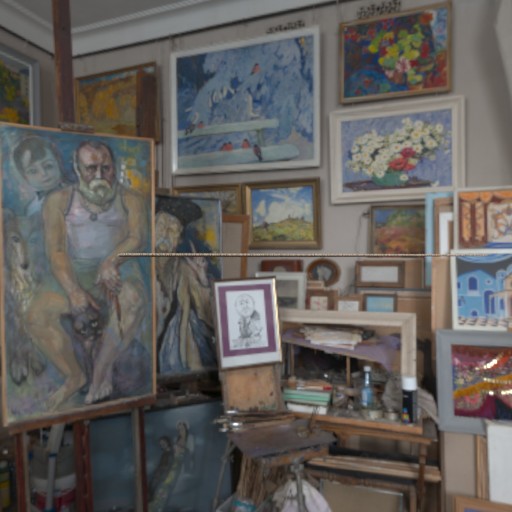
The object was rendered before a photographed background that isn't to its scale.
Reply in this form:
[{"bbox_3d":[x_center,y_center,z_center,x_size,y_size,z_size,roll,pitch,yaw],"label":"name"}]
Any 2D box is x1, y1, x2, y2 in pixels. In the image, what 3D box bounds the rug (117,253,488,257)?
[{"bbox_3d":[0.000,0.000,4.100,2.439,0.013,3.048,0,0,-17],"label":"rug"}]
